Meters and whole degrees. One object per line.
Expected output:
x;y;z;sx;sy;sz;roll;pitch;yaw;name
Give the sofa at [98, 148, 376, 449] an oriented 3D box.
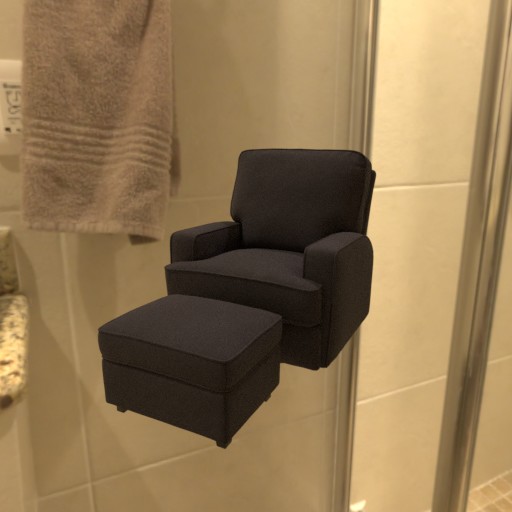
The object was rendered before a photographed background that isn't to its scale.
0.000;0.000;2.055;0.861;0.959;1.472;7;16;26;sofa
